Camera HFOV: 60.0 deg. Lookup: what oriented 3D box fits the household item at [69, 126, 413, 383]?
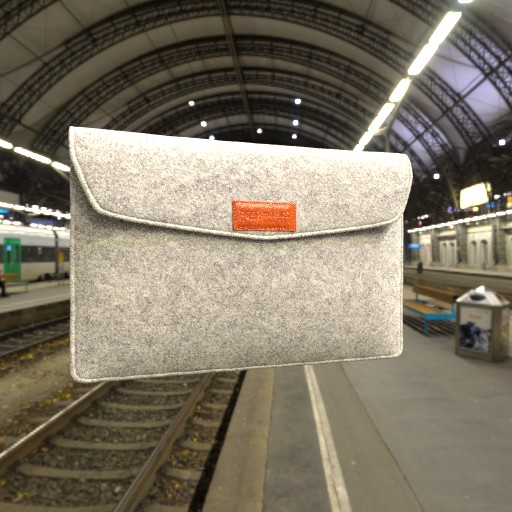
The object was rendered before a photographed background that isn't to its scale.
[{"bbox_3d":[0.000,0.000,0.431,0.335,0.221,0.057,0,0,-18],"label":"household item"}]
